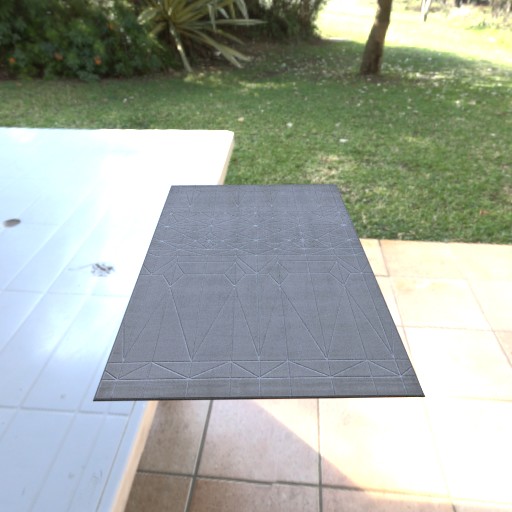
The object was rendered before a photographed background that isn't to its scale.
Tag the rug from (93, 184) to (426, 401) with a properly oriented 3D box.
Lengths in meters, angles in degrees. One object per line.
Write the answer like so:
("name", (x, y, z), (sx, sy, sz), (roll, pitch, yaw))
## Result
("rug", (0.000, 0.000, 3.057), (1.524, 0.012, 2.438), (0, 32, -1))
